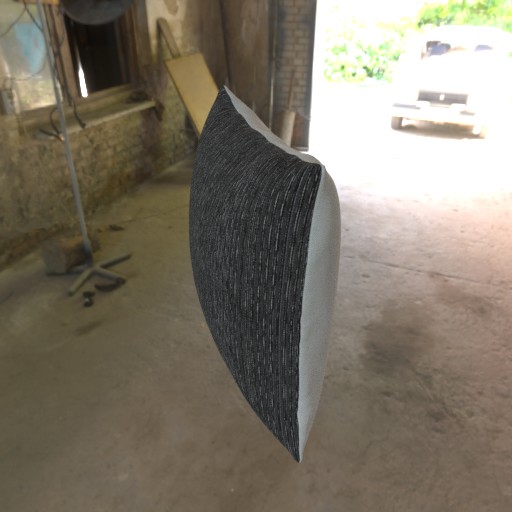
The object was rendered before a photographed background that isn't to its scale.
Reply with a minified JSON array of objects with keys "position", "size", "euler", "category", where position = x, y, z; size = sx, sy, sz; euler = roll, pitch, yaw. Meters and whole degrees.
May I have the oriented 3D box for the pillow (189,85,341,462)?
[{"position":[0.000,0.000,0.688],"size":[0.196,0.434,0.433],"euler":[-8,32,-14],"category":"pillow"}]
